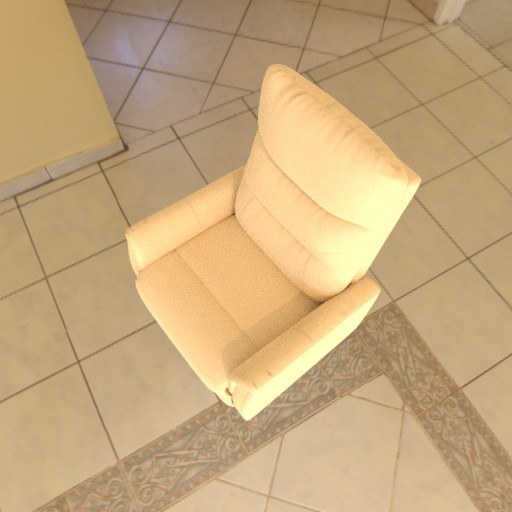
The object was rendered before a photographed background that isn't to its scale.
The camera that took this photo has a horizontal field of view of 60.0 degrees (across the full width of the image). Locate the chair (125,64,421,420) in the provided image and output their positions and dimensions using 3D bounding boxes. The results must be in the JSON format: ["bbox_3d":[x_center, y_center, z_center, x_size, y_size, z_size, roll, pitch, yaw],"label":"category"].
[{"bbox_3d":[0.000,0.000,1.634,0.831,1.082,0.775,-36,69,-17],"label":"chair"}]
